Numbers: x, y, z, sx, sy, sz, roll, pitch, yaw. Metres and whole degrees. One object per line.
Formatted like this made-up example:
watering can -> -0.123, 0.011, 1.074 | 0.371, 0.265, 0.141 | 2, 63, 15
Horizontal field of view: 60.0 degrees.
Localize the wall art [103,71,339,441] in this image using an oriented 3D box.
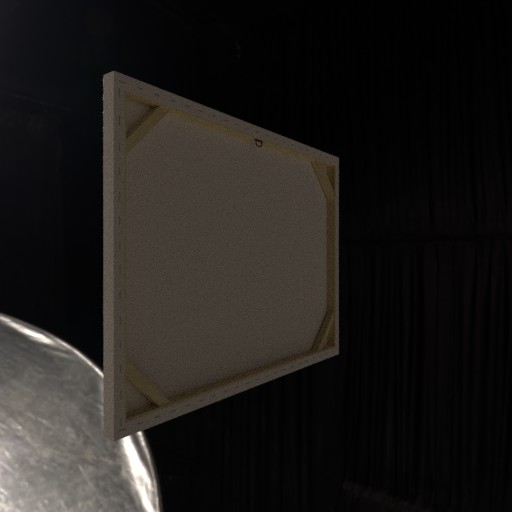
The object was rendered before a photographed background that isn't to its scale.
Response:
wall art -> 0.000, 0.000, 1.327 | 0.038, 0.762, 1.016 | 0, 0, 37
